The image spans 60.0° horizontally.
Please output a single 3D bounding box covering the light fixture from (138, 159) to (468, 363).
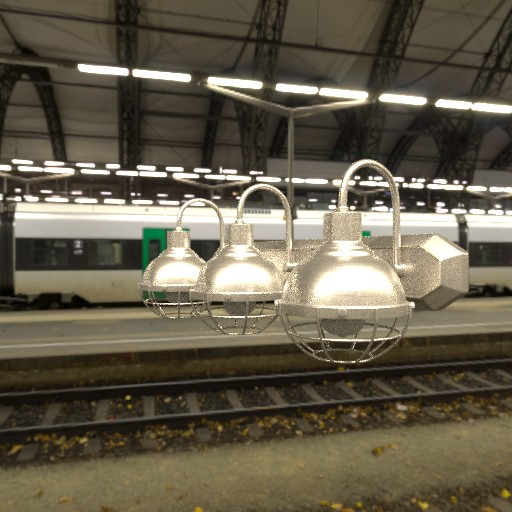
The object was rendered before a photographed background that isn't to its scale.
[{"bbox_3d":[0.000,0.000,0.768,0.229,0.254,0.634,0,0,-35],"label":"light fixture"}]
